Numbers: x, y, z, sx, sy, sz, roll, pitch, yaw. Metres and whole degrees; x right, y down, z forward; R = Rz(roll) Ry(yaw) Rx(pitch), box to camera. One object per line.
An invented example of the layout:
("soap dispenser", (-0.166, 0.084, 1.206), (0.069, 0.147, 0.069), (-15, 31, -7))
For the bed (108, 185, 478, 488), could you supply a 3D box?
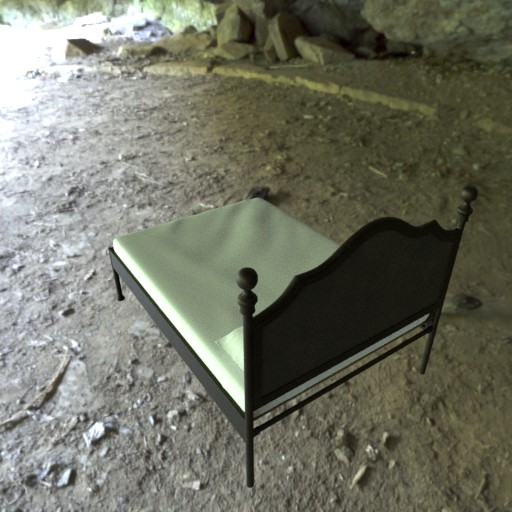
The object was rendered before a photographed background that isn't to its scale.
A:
("bed", (0.000, 0.000, 3.319), (1.642, 1.499, 2.224), (-20, 36, -29))
